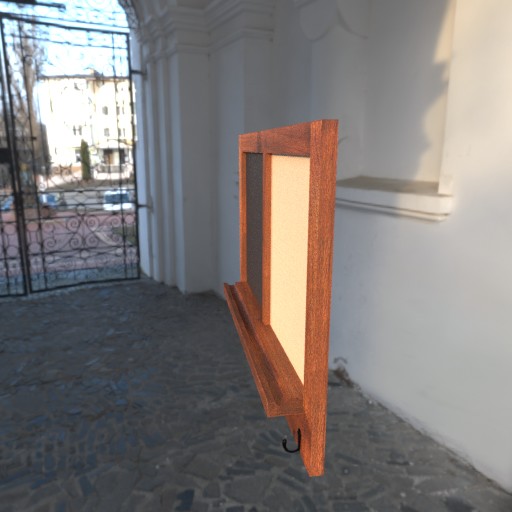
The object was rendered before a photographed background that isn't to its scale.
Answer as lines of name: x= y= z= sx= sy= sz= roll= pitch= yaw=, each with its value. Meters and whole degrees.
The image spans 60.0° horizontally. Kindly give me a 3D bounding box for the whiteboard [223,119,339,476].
whiteboard: x=0.000 y=0.000 z=1.013 sx=0.083 sy=0.553 sz=0.768 roll=-2 pitch=14 yaw=-10
